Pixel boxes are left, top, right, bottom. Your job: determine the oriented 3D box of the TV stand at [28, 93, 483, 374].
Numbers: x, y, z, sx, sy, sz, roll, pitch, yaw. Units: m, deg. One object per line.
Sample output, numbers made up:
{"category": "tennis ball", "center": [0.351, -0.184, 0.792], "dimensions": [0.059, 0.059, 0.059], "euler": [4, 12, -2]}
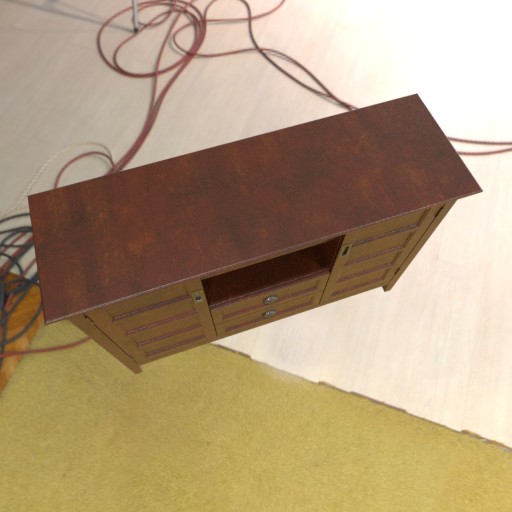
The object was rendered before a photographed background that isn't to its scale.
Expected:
{"category": "TV stand", "center": [0.000, 0.000, 1.807], "dimensions": [1.372, 0.915, 0.445], "euler": [-17, 65, -8]}
